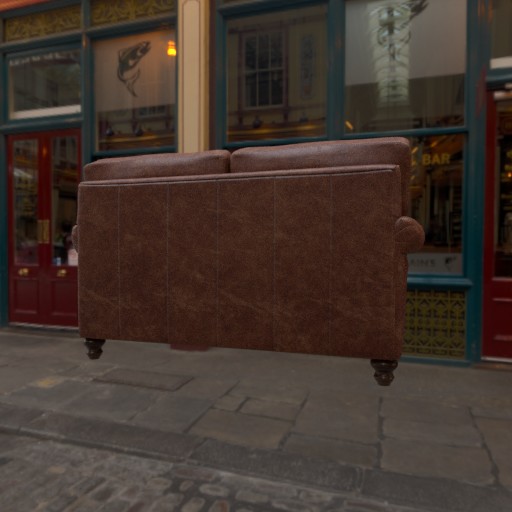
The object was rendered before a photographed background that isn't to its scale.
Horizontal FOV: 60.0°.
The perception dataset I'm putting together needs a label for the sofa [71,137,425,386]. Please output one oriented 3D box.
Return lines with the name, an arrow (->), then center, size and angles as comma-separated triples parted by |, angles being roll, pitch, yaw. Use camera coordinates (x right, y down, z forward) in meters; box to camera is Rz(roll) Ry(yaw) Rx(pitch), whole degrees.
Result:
sofa -> 0.000, 0.000, 2.291 | 1.616, 0.967, 0.990 | 0, 1, 18
